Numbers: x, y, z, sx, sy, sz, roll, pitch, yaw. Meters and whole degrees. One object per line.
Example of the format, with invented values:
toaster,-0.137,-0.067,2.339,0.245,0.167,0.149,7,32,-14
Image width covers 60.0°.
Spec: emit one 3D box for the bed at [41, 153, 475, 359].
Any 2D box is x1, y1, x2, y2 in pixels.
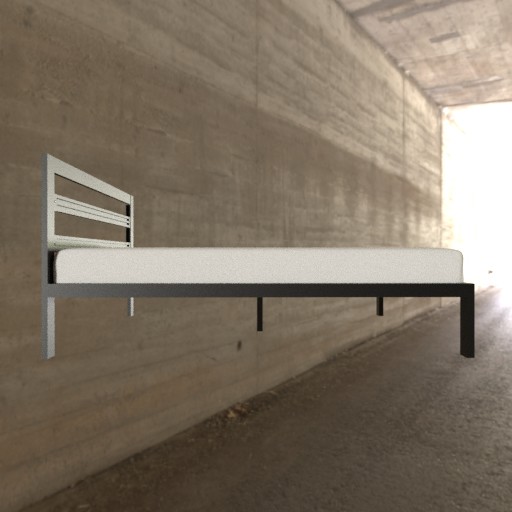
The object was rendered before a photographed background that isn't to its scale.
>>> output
bed,0.000,0.000,2.858,2.062,0.967,1.524,0,0,-1
